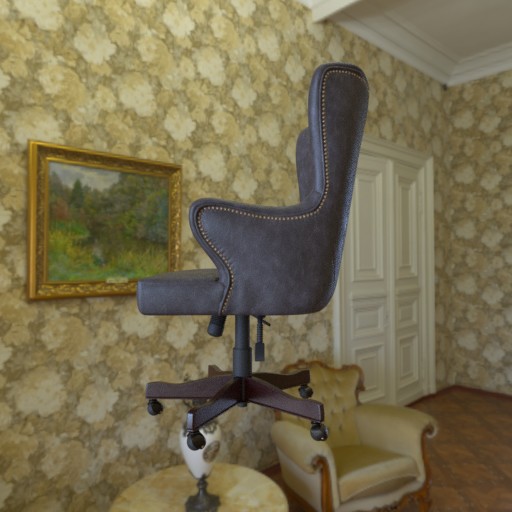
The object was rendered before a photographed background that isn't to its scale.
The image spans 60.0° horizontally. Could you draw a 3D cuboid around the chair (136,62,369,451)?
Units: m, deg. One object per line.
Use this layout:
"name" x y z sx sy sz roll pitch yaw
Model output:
"chair" 0.000 0.000 1.445 0.717 1.037 0.594 0 -1 2
